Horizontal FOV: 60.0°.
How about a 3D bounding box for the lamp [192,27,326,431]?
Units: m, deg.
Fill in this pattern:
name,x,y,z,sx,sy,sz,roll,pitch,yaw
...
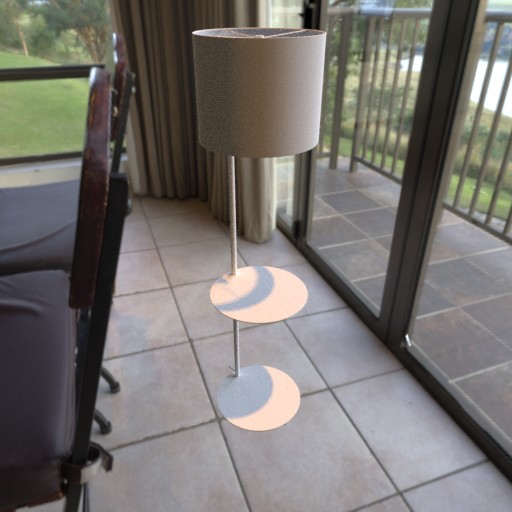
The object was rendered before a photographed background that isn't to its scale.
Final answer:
name,x,y,z,sx,sy,sz,roll,pitch,yaw
lamp,0.000,0.000,1.619,0.372,1.465,0.405,-22,37,-33
